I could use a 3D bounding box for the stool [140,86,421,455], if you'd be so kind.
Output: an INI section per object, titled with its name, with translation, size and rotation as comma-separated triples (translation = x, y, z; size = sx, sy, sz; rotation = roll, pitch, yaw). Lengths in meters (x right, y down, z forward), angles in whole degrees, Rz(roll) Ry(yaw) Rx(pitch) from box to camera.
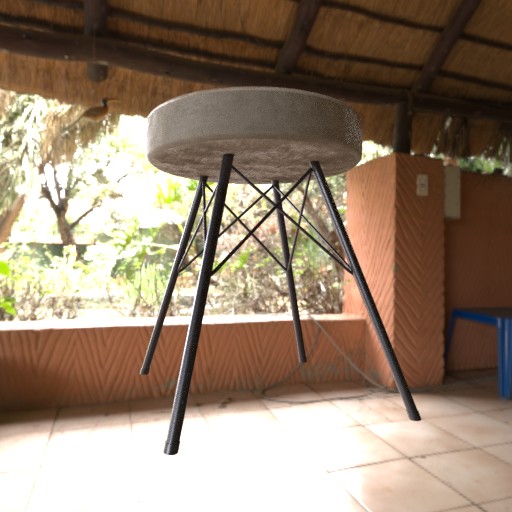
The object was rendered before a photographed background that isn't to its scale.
[stool]
translation = 0.000, 0.000, 0.872
size = 0.423, 0.538, 0.457
rotation = 0, -1, -19
